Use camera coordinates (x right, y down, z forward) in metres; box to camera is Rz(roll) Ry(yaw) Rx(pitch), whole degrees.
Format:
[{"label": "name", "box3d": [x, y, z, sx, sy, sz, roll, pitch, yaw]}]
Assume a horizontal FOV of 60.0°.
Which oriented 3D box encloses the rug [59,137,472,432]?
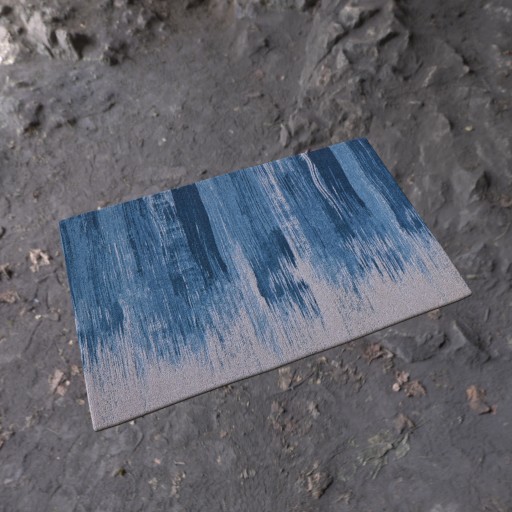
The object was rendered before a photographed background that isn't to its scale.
[{"label": "rug", "box3d": [0.000, 0.000, 3.006, 2.450, 0.027, 1.540, -17, 60, -10]}]
